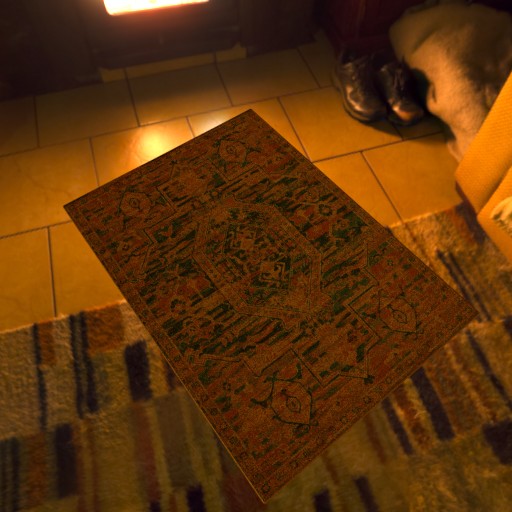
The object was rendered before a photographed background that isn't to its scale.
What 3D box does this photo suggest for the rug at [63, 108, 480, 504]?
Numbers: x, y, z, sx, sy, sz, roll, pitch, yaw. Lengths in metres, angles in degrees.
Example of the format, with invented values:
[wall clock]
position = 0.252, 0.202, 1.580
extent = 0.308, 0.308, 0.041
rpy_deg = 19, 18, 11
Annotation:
[rug]
position = 0.000, 0.000, 2.771
extent = 1.588, 0.024, 2.204
rpy_deg = -33, 64, -19
